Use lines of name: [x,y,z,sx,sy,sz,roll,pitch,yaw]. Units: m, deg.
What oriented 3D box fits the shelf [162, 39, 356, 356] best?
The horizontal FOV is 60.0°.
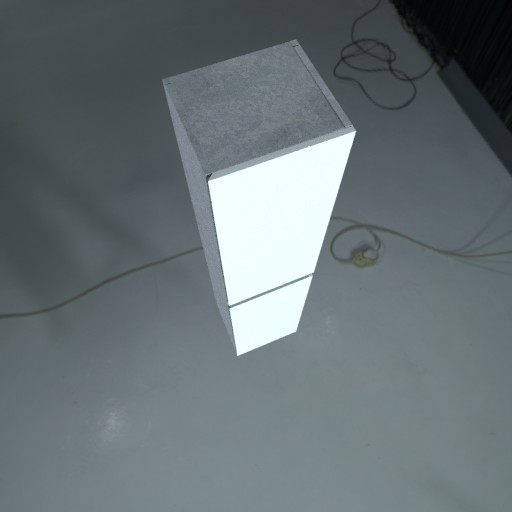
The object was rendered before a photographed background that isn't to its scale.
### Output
shelf: [0.000,0.000,1.505,0.300,1.400,0.270,-21,66,-10]
